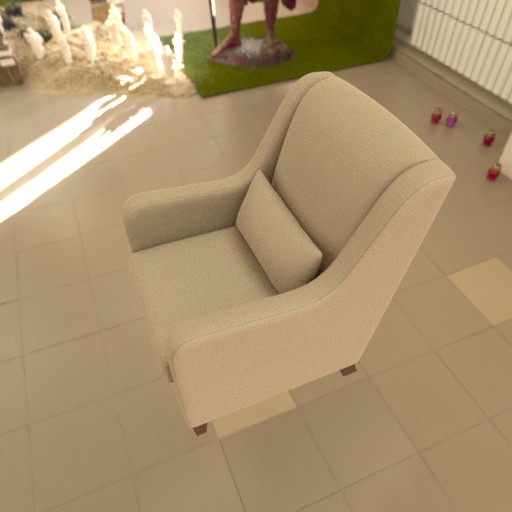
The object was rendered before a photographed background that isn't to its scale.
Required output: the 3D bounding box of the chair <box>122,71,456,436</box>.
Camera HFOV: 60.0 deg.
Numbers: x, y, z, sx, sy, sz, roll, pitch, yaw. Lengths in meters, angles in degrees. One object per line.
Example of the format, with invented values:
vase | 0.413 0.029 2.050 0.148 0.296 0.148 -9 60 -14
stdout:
chair | 0.000 0.000 1.636 0.896 1.017 0.715 -17 49 -16
